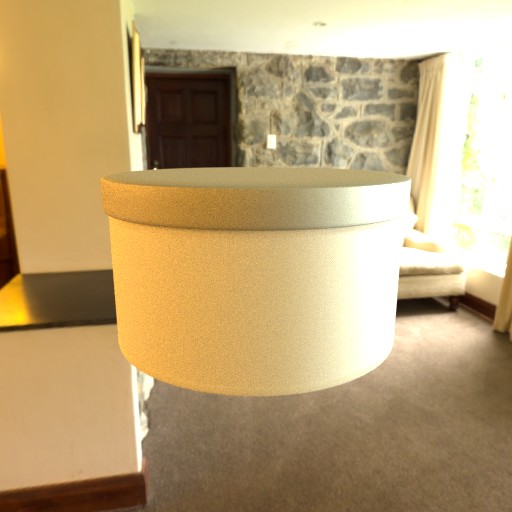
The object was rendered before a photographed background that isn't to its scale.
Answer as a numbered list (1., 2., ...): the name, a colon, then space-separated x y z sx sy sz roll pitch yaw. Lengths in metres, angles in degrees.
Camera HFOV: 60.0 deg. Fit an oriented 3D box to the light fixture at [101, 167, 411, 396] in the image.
1. light fixture: 0.000 0.000 0.619 0.393 0.229 0.393 0 14 0
